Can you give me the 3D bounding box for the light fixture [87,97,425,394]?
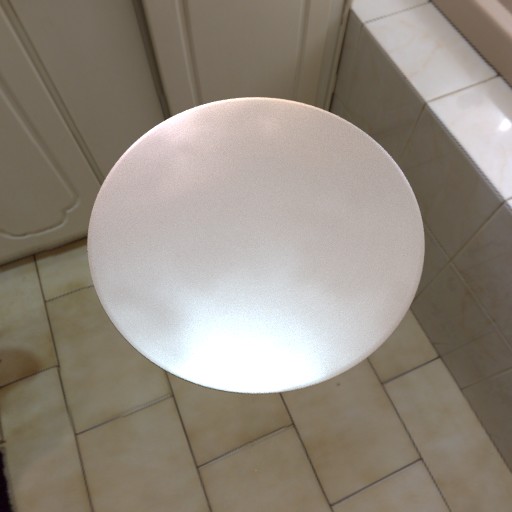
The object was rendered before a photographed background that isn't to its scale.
[{"bbox_3d":[0.000,0.000,0.432,0.280,0.135,0.280,0,64,0],"label":"light fixture"}]
